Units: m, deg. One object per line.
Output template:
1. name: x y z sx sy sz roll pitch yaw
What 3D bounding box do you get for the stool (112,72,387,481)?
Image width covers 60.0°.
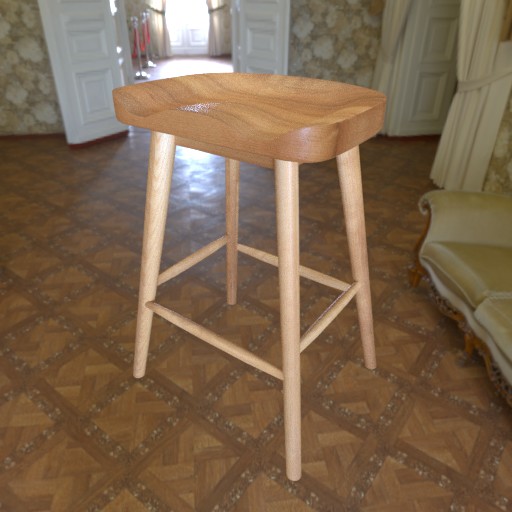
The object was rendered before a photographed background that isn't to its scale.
1. stool: 0.000 0.000 0.862 0.440 0.615 0.361 21 37 30
